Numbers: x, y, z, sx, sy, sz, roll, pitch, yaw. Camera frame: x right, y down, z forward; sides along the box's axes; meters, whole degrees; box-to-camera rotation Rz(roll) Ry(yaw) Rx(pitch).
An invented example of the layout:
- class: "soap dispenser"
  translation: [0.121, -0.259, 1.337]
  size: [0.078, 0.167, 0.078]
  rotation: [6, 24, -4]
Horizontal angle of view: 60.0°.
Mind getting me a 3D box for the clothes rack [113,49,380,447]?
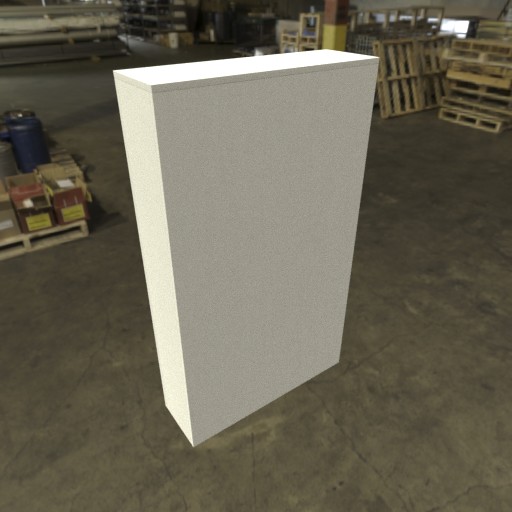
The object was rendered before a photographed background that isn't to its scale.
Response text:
- class: "clothes rack"
  translation: [0.000, 0.000, 1.589]
  size: [0.750, 1.280, 0.250]
  rotation: [-20, 37, -30]
